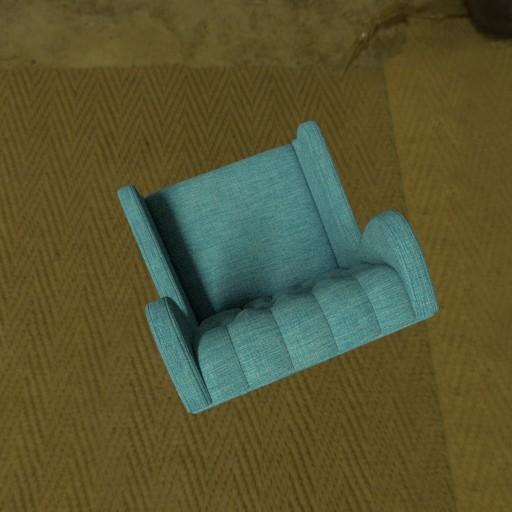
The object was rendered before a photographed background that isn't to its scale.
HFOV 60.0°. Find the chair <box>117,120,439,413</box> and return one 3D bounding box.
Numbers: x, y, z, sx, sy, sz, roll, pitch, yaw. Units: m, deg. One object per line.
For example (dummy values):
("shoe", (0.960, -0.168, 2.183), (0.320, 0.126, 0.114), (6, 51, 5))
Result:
("chair", (0.000, 0.000, 1.507), (0.711, 0.952, 0.775), (-21, 77, -5))
